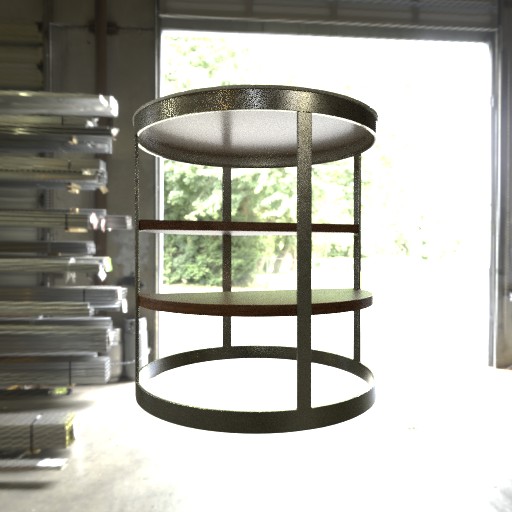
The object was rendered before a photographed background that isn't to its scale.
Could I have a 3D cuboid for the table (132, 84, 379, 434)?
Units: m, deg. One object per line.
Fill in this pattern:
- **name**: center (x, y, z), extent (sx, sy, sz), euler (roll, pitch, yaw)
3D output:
- **table**: center (0.000, 0.000, 0.761), extent (0.407, 0.447, 0.407), euler (0, 1, 0)
